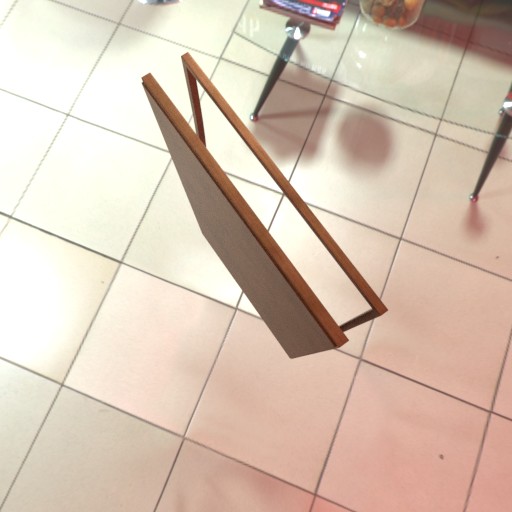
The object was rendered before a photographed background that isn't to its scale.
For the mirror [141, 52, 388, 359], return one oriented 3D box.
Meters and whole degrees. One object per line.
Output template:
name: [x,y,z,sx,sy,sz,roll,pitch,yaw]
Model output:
mirror: [0.000,0.000,0.969,0.082,0.768,0.468,-34,78,-8]
